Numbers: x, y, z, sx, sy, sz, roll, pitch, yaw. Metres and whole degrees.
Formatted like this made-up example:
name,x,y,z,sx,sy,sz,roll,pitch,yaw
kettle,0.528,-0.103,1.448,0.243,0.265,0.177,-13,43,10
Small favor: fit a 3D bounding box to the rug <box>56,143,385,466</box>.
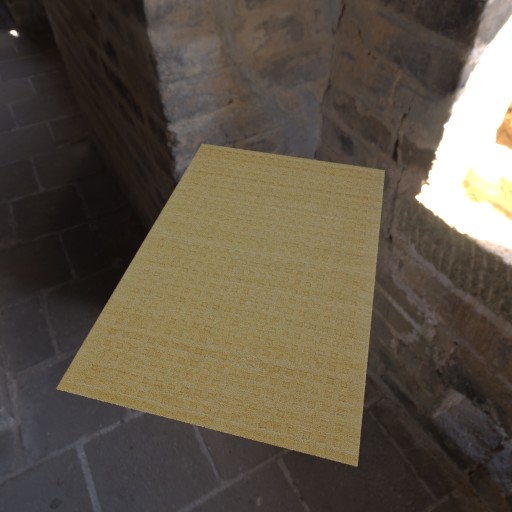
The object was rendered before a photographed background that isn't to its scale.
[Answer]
name,x,y,z,sx,sy,sz,roll,pitch,yaw
rug,0.000,0.000,2.885,1.524,0.006,2.286,11,48,10
